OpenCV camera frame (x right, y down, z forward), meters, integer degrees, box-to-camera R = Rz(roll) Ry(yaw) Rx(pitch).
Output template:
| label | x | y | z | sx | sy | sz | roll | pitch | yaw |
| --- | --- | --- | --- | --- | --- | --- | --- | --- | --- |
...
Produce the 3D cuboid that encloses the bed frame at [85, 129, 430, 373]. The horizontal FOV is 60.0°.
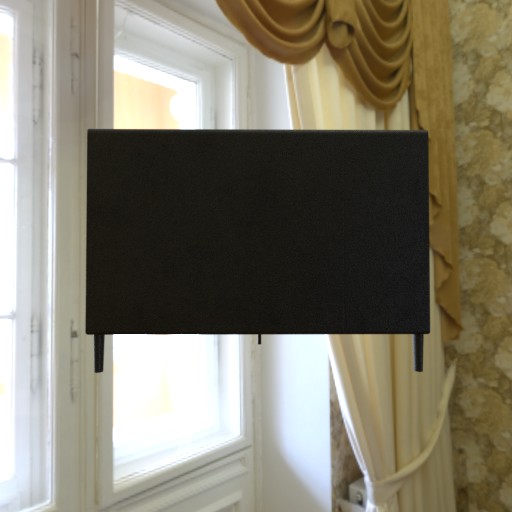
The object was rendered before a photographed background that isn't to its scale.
| label | x | y | z | sx | sy | sz | roll | pitch | yaw |
| --- | --- | --- | --- | --- | --- | --- | --- | --- | --- |
| bed frame | 0.000 | 0.000 | 2.960 | 1.469 | 1.046 | 2.152 | 0 | -1 | -1 |
